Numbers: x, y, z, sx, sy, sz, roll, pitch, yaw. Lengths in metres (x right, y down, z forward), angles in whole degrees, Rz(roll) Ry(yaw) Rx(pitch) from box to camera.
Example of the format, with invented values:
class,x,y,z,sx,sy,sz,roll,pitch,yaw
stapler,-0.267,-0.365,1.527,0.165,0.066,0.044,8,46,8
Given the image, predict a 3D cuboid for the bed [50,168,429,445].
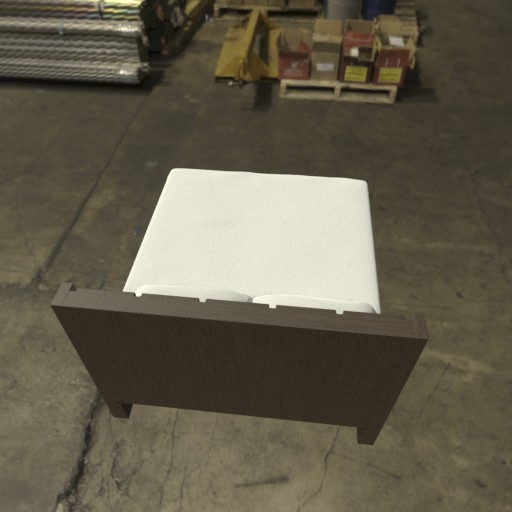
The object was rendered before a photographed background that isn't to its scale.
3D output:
class,x,y,z,sx,sy,sz,roll,pitch,yaw
bed,0.000,0.000,3.136,1.735,1.261,1.992,4,47,4
